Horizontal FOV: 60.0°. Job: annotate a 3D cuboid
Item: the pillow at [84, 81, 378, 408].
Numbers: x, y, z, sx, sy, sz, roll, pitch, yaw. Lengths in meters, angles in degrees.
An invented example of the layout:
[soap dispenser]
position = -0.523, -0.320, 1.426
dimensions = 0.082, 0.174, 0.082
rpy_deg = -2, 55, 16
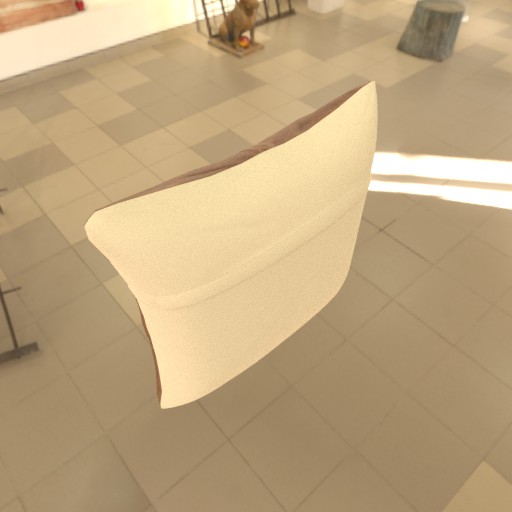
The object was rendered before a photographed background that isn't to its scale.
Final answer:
[pillow]
position = 0.000, 0.000, 0.730
dimensions = 0.484, 0.470, 0.192
rpy_deg = -33, 55, -27
